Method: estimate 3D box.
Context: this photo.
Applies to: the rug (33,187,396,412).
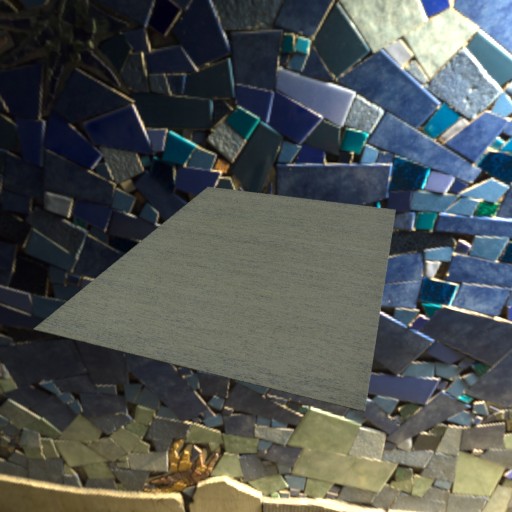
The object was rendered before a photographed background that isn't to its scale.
[{"bbox_3d":[0.000,0.000,4.298,2.438,0.006,3.197,9,30,16],"label":"rug"}]
